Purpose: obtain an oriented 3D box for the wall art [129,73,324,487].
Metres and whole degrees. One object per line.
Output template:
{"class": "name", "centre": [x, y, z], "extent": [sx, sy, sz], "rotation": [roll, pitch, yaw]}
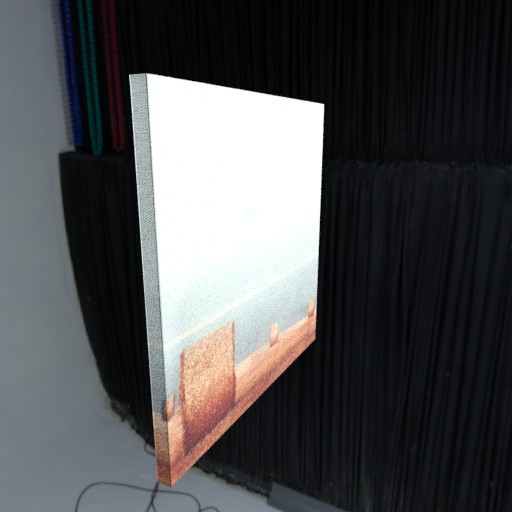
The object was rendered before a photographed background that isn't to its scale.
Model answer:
{"class": "wall art", "centre": [0.000, 0.000, 1.103], "extent": [0.042, 0.760, 0.760], "rotation": [8, 17, 28]}
